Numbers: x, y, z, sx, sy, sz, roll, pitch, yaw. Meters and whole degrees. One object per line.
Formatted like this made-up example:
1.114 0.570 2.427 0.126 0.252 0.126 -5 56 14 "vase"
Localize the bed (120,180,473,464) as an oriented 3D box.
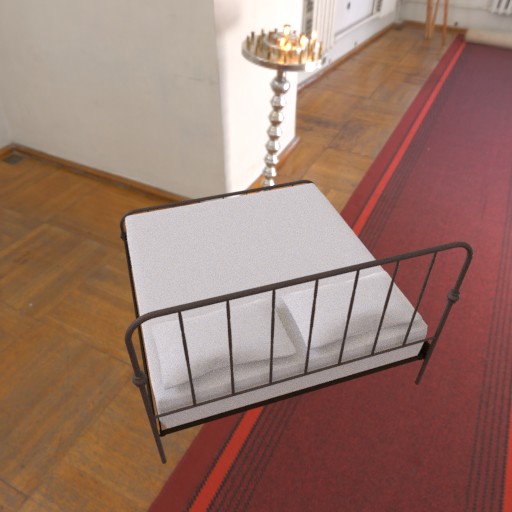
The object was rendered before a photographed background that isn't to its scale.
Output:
0.000 0.000 3.485 2.044 1.446 2.134 -12 42 -13 "bed"
